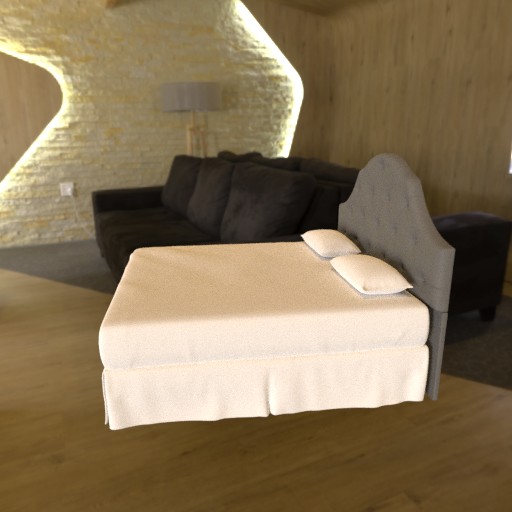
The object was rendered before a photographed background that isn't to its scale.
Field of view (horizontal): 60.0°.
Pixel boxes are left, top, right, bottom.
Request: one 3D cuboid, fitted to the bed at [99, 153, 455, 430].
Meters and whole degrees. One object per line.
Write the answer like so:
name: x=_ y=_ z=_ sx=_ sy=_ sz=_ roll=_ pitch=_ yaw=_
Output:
bed: x=0.000 y=0.000 z=3.589 sx=2.214 sy=1.615 sz=2.008 roll=-2 pitch=15 yaw=-8
